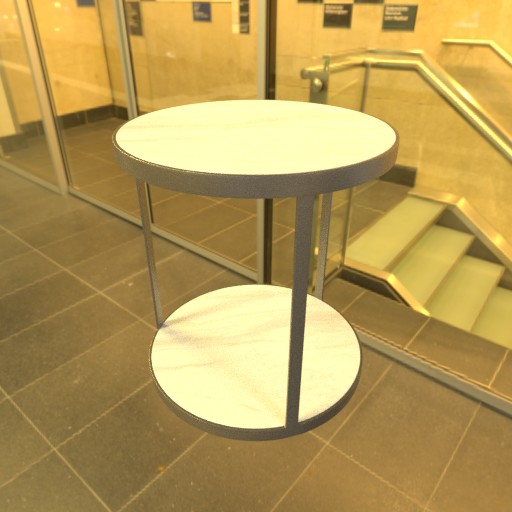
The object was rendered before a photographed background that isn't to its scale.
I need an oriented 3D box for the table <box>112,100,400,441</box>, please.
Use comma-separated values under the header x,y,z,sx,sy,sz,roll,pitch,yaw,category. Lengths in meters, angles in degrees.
x,y,z,sx,sy,sz,roll,pitch,yaw,category
0.000,0.000,0.832,0.445,0.479,0.445,0,30,0,table
